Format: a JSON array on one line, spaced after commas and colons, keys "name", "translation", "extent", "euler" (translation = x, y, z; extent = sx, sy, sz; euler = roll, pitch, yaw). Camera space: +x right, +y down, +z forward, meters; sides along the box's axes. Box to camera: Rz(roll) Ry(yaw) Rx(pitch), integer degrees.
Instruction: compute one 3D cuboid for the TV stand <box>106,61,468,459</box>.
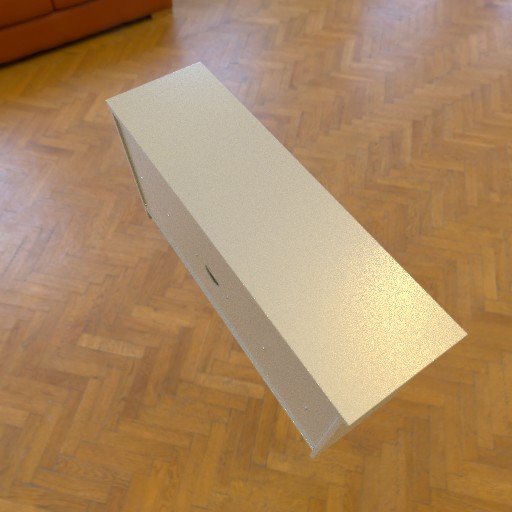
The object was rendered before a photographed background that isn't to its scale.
[{"name": "TV stand", "translation": [0.000, 0.000, 1.439], "extent": [0.344, 0.603, 1.167], "euler": [-30, 63, -17]}]
